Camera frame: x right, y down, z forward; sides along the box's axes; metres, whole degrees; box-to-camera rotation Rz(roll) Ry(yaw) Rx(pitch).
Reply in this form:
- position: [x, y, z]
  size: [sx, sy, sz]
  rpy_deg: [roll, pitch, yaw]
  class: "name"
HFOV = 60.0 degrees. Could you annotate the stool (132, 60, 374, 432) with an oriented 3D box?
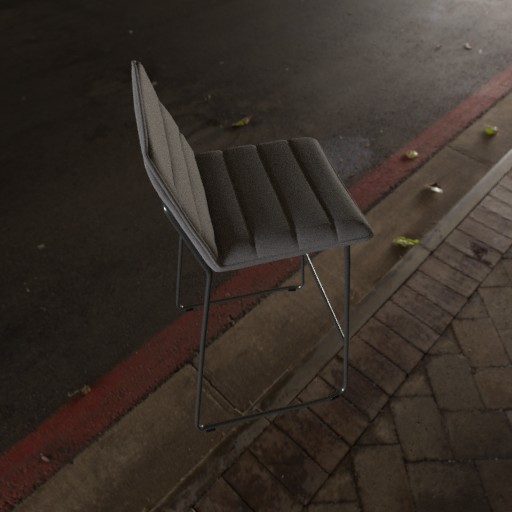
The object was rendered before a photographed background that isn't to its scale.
- position: [0.000, 0.000, 1.200]
  size: [0.490, 0.960, 0.490]
  rpy_deg: [-10, 48, -9]
  class: "stool"
